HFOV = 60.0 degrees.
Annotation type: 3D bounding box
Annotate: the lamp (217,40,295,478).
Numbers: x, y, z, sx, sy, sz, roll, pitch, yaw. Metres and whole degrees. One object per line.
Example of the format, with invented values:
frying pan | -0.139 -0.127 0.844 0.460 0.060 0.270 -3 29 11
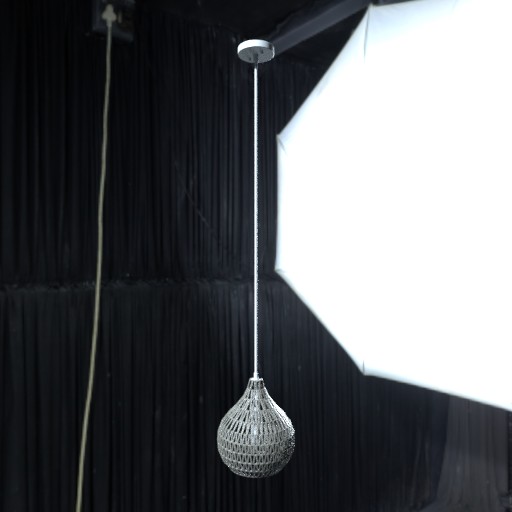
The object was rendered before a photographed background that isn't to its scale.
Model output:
lamp | 0.000 0.000 2.045 0.355 1.919 0.355 0 0 -37
